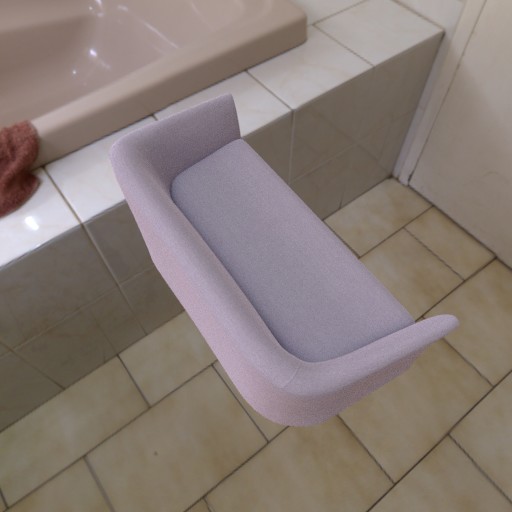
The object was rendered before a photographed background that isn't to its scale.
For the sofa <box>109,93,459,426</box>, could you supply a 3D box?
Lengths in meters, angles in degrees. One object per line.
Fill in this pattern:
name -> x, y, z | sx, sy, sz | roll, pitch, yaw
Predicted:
sofa -> 0.000, 0.000, 1.893 | 0.705, 0.721, 1.452 | -31, 63, -17
